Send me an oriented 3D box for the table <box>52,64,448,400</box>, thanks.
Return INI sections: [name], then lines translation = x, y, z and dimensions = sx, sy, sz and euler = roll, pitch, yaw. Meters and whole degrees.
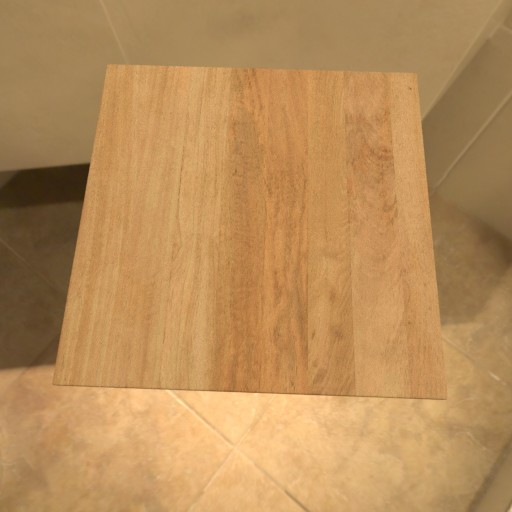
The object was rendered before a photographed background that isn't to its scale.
[table]
translation = 0.000, 0.000, 0.999
dimensions = 0.599, 0.500, 0.599
euler = 2, 72, 1
